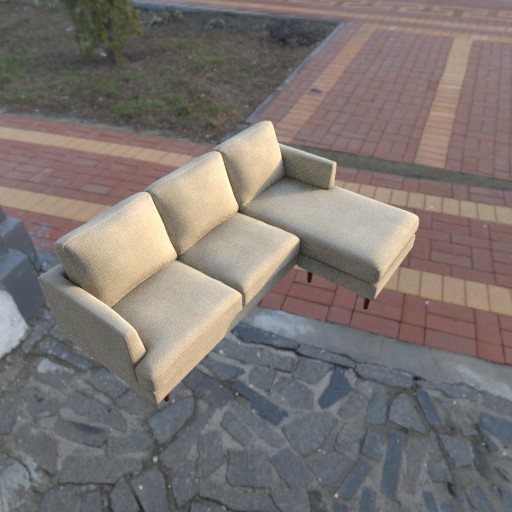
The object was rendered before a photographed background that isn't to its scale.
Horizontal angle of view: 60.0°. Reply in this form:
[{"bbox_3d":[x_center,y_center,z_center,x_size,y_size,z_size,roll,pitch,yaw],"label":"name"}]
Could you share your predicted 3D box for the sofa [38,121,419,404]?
[{"bbox_3d":[0.000,0.000,3.014,1.504,0.956,2.233,25,47,27],"label":"sofa"}]
